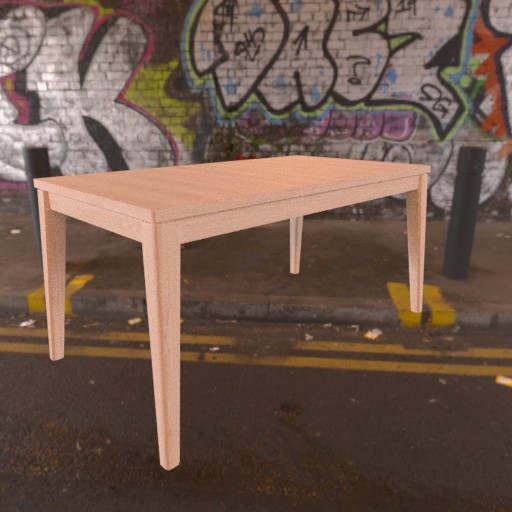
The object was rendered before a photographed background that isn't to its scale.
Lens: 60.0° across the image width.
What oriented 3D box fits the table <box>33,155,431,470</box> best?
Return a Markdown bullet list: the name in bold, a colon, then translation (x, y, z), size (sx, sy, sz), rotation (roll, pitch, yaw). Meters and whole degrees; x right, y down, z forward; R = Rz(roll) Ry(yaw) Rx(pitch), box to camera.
- **table**: translation (0.000, 0.000, 2.014), size (1.600, 0.760, 0.900), rotation (-16, 24, -42)
